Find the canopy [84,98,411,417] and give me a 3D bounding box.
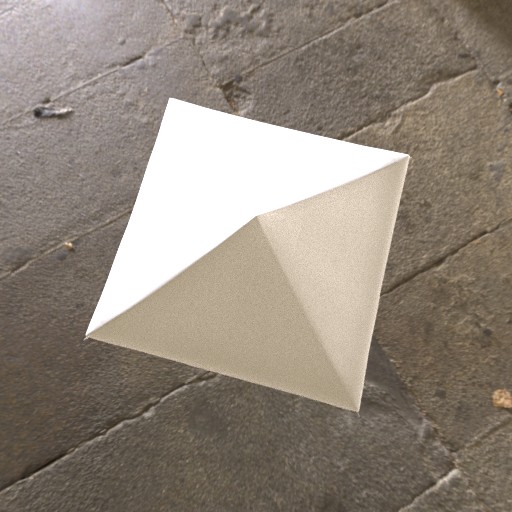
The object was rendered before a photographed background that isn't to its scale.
[{"bbox_3d":[0.000,0.000,5.506,2.996,2.998,2.994,15,76,4],"label":"canopy"}]
